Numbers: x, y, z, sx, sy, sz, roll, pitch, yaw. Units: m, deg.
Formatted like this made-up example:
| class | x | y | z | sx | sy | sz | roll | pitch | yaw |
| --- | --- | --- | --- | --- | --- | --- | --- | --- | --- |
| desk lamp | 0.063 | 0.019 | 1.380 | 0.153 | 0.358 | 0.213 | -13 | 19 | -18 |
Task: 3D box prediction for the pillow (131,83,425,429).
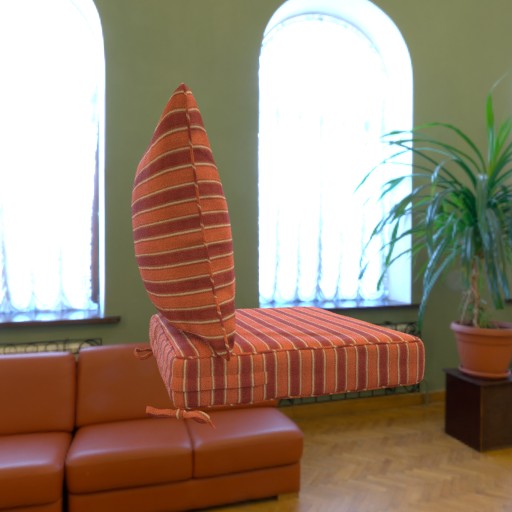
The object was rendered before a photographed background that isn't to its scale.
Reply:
| class | x | y | z | sx | sy | sz | roll | pitch | yaw |
| --- | --- | --- | --- | --- | --- | --- | --- | --- | --- |
| pillow | 0.000 | 0.000 | 1.358 | 0.733 | 0.723 | 0.799 | 0 | 1 | -18 |
